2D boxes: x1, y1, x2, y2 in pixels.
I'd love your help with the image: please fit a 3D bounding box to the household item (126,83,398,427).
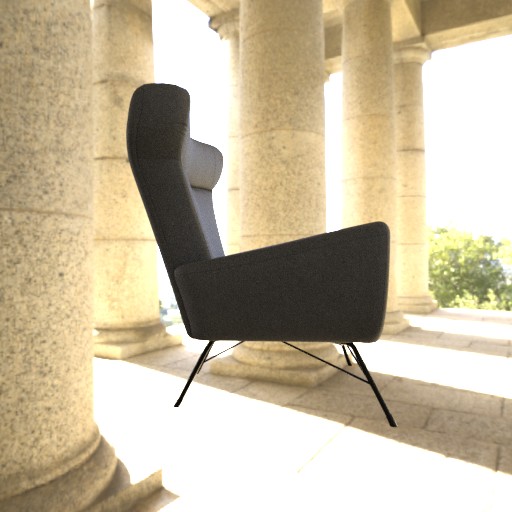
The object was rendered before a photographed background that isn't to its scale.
[{"bbox_3d":[0.000,0.000,1.751,0.900,1.050,0.980,0,0,2],"label":"household item"}]
